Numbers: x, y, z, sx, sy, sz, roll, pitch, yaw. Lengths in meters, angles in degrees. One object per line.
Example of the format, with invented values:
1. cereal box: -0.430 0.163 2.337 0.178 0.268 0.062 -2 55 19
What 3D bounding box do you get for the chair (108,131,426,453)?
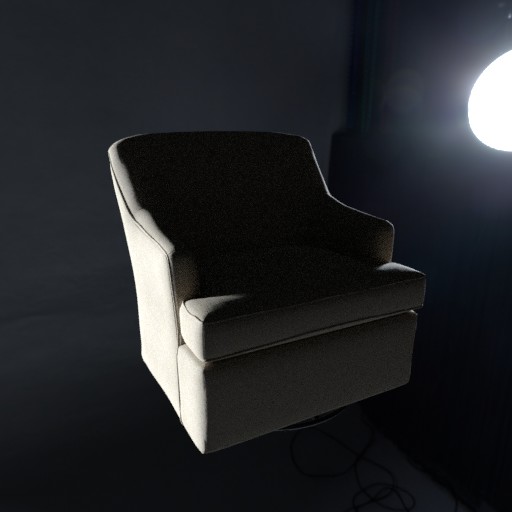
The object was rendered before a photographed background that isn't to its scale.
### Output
1. chair: 0.000 0.000 1.606 0.864 0.856 0.923 -9 19 -26
